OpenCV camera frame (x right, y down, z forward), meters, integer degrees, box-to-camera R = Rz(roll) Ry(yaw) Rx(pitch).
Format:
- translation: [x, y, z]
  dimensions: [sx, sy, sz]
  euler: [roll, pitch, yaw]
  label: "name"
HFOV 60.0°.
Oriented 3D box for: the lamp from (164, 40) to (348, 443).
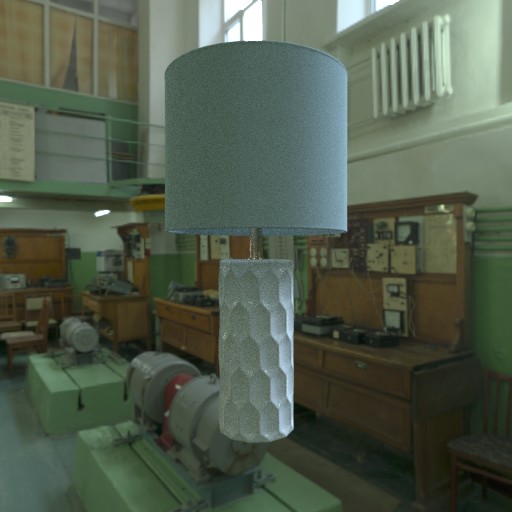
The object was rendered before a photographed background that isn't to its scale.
- translation: [0.000, 0.000, 0.686]
  dimensions: [0.277, 0.534, 0.277]
  euler: [0, 1, -35]
  label: "lamp"
